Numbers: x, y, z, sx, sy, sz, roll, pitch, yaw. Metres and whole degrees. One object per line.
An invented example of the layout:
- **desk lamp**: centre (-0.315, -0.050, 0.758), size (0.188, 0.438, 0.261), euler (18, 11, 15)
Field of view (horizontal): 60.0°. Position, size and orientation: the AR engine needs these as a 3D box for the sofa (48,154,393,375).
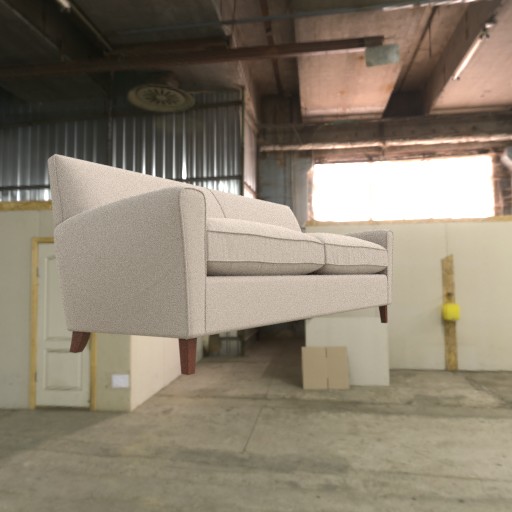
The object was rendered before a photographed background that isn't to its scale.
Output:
- **sofa**: centre (0.000, 0.000, 2.435), size (0.875, 0.846, 2.000), euler (-1, -3, 36)
